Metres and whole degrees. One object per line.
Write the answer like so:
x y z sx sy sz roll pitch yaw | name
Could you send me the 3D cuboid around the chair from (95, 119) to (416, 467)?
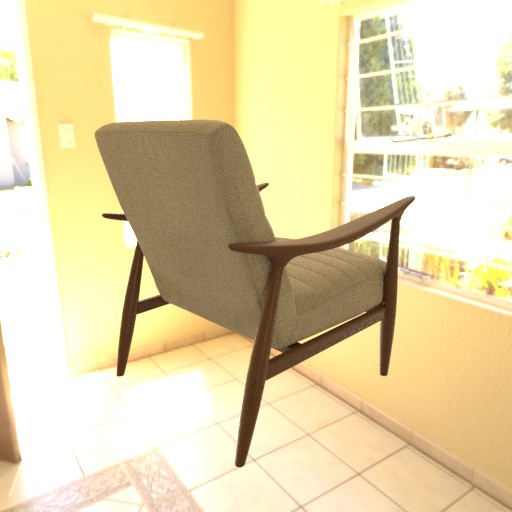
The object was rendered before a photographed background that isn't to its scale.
0.000 0.000 1.453 0.798 0.832 0.741 -14 20 -43 | chair
